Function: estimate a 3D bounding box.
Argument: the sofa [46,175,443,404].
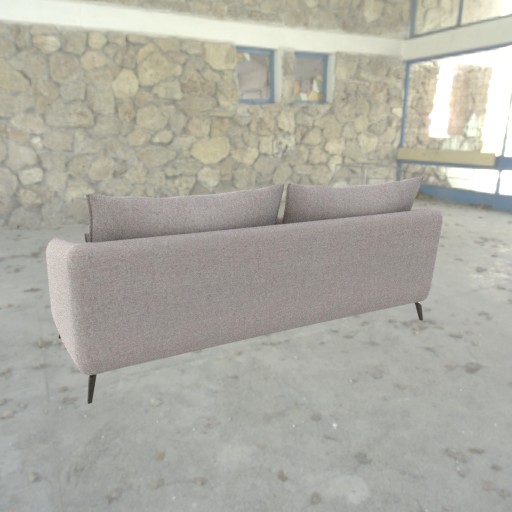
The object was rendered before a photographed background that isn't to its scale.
[{"bbox_3d":[0.000,0.000,2.369,2.022,0.833,0.809,-8,17,-26],"label":"sofa"}]
